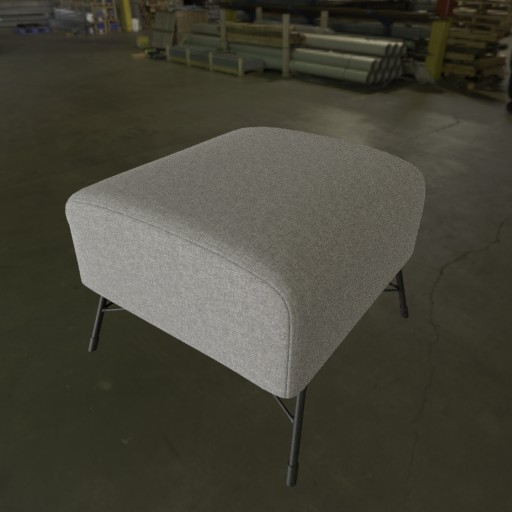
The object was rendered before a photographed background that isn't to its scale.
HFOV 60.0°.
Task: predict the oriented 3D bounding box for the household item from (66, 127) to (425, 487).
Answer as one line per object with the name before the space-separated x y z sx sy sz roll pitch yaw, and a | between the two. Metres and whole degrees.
household item | 0.000 0.000 0.909 0.530 0.410 0.530 21 38 30
